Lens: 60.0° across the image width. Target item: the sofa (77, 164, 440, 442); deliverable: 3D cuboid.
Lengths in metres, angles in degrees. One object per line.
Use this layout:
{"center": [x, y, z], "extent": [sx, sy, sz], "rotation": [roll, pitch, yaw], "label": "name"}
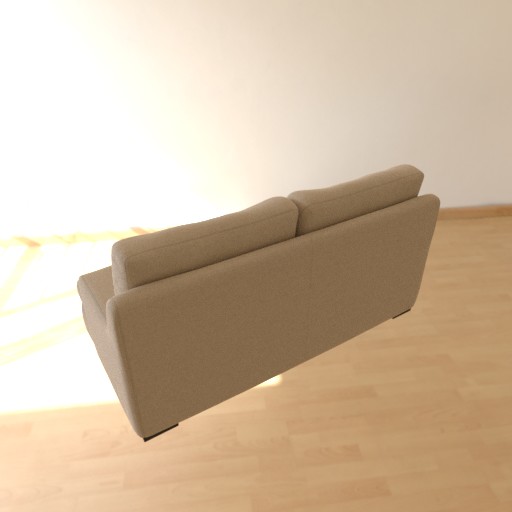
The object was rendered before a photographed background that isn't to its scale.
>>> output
{"center": [0.000, 0.000, 2.535], "extent": [1.885, 0.967, 0.962], "rotation": [-18, 36, -28], "label": "sofa"}
